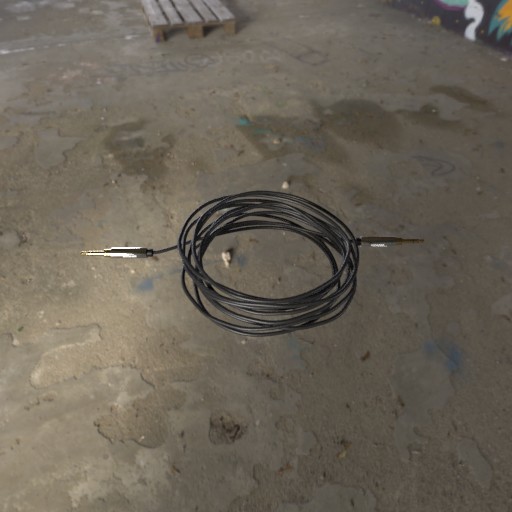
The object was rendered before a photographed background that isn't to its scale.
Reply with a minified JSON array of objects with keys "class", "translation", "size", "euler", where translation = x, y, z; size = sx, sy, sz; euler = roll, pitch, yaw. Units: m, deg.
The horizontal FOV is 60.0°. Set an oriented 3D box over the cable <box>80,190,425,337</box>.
[{"class":"cable","translation":[0.000,0.000,0.505],"size":[0.432,0.069,0.198],"euler":[-1,42,-1]}]
